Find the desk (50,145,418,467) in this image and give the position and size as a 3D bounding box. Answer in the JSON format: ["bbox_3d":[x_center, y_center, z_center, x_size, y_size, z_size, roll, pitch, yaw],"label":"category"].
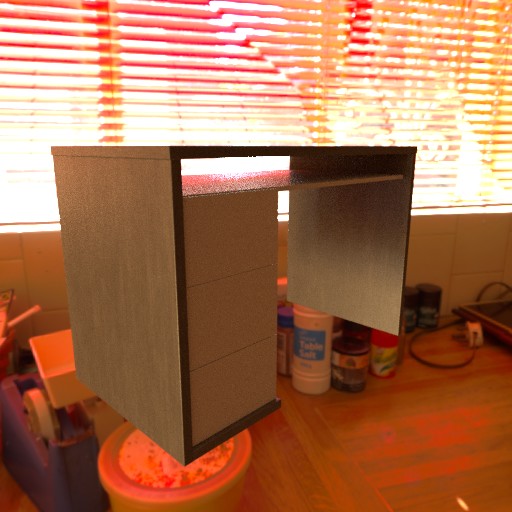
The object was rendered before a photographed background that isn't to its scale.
[{"bbox_3d":[0.000,0.000,1.555,0.600,0.750,1.100,13,19,43],"label":"desk"}]
